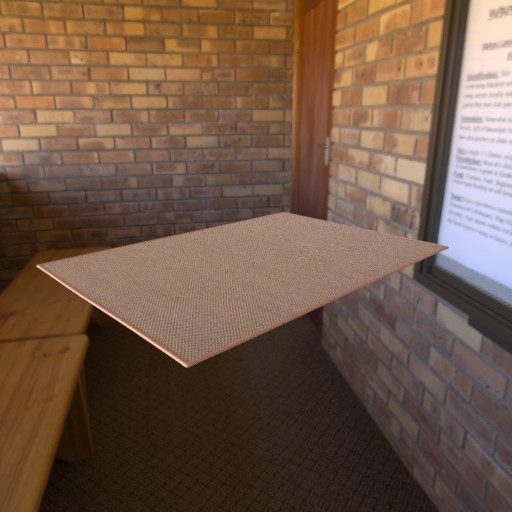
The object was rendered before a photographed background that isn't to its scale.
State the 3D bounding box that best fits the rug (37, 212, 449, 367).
[{"bbox_3d":[0.000,0.000,2.786,2.134,0.013,1.524,-16,24,-41],"label":"rug"}]
